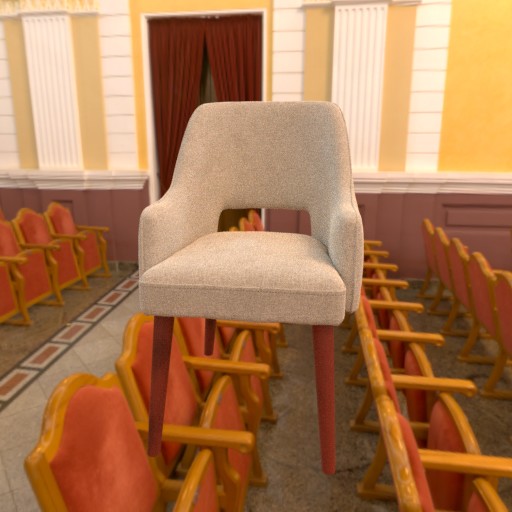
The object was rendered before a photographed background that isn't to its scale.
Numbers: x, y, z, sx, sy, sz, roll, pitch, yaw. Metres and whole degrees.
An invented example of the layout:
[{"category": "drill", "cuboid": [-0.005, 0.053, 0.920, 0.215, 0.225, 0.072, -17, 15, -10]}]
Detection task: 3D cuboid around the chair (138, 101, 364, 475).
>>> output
[{"category": "chair", "cuboid": [0.000, 0.000, 1.209, 0.548, 0.849, 0.605, 2, 14, 8]}]
